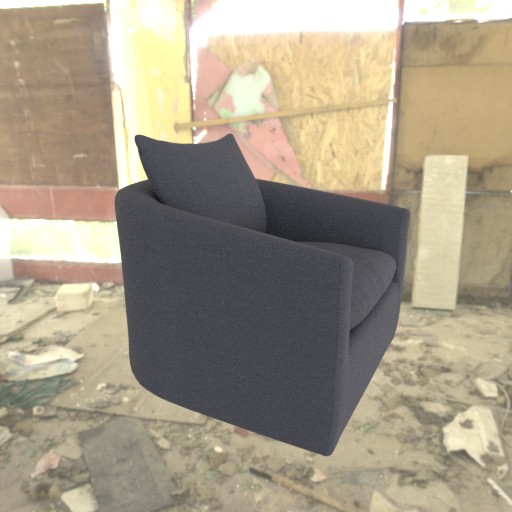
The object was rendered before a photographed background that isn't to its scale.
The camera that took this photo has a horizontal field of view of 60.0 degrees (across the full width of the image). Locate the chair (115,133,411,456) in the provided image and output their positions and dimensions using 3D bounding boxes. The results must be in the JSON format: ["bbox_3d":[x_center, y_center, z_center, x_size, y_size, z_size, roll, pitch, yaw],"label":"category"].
[{"bbox_3d":[0.000,0.000,1.588,0.910,0.848,0.845,8,17,27],"label":"chair"}]
